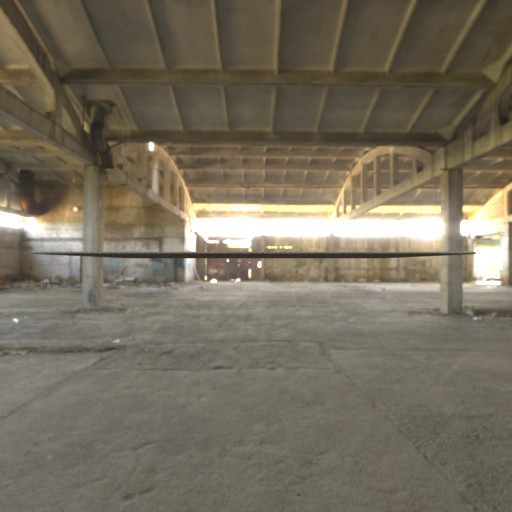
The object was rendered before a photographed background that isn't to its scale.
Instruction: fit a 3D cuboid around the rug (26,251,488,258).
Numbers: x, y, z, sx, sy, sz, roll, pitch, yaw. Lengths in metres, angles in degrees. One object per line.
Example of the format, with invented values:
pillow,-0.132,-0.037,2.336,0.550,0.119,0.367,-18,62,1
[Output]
rug,0.000,0.000,4.055,3.051,0.013,2.380,0,-1,0
